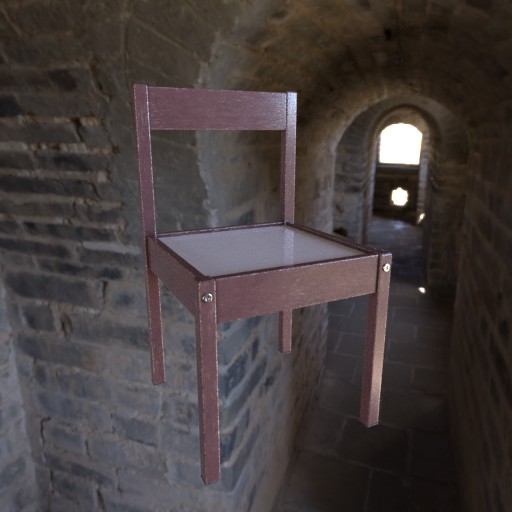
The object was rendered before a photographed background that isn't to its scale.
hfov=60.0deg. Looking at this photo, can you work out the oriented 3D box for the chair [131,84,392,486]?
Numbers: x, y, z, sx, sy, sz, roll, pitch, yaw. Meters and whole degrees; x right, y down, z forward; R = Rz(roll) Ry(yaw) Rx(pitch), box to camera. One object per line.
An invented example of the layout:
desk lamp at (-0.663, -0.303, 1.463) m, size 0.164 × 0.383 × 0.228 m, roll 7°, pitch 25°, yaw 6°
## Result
chair at (0.000, 0.000, 0.680) m, size 0.285 × 0.505 × 0.285 m, roll -8°, pitch 17°, yaw -26°
